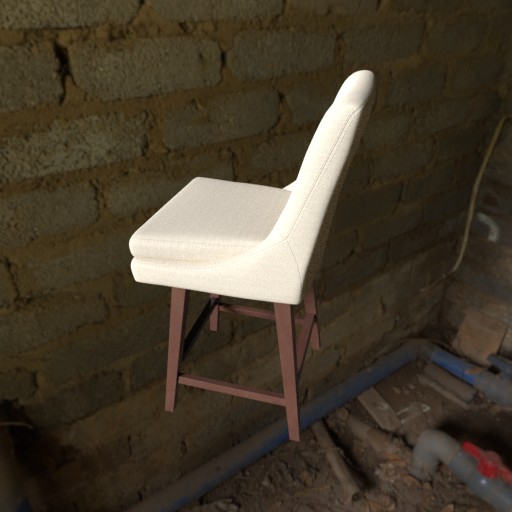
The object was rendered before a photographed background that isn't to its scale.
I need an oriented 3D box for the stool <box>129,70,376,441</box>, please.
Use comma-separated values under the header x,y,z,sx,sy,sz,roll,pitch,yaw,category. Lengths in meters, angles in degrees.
x,y,z,sx,sy,sz,roll,pitch,yaw,category
0.000,0.000,1.304,0.559,0.991,0.483,8,32,13,stool
